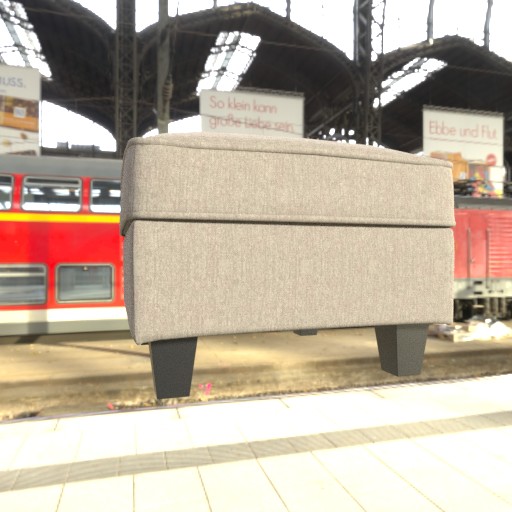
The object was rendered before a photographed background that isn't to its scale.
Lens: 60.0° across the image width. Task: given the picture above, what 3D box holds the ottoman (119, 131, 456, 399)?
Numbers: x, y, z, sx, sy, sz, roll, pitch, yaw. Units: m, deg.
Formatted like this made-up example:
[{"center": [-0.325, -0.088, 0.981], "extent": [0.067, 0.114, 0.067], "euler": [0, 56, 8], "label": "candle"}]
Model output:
[{"center": [0.000, 0.000, 1.373], "extent": [0.808, 0.612, 0.871], "euler": [0, 0, -18], "label": "ottoman"}]
